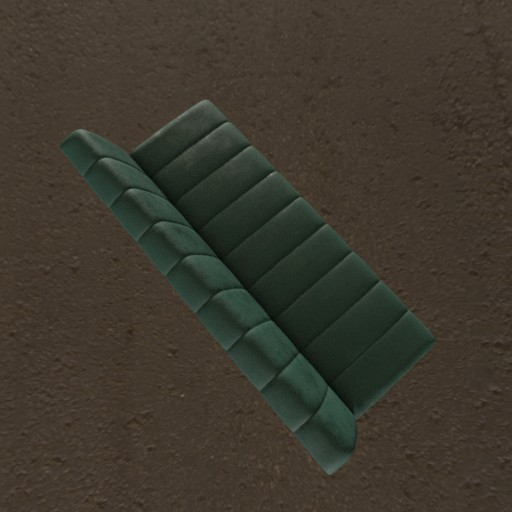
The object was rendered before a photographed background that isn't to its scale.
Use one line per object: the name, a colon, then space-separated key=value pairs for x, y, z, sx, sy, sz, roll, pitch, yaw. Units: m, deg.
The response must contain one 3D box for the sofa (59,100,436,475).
sofa: x=0.000 y=0.000 z=2.251 sx=0.830 sy=0.820 sz=1.810 roll=-39 pitch=78 yaw=-10
